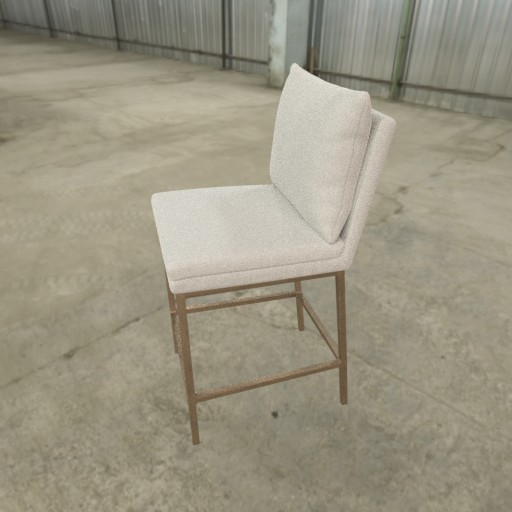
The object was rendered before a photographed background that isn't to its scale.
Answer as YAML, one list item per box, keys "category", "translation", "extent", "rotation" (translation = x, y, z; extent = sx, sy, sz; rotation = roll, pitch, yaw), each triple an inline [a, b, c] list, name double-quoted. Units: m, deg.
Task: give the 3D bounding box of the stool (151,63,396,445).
- category: "stool"
  translation: [0.000, 0.000, 1.366]
  extent: [0.572, 1.032, 0.463]
  rotation: [-9, 32, -14]
